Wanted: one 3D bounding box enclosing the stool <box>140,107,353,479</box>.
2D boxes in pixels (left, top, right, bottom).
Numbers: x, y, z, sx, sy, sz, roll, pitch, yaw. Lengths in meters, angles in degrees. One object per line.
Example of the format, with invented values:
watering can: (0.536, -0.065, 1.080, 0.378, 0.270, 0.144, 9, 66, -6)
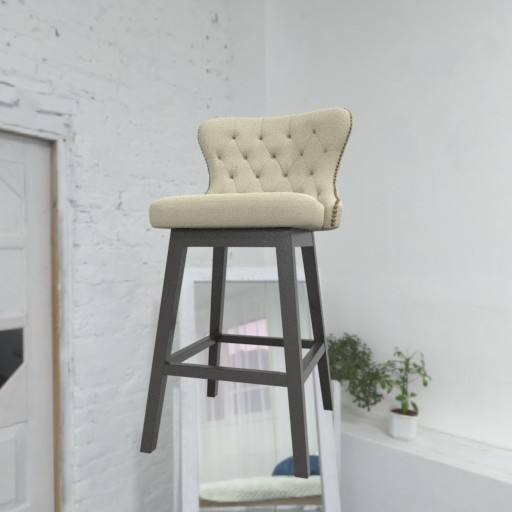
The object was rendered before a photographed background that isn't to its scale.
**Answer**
stool: (0.000, 0.000, 1.316, 0.528, 0.971, 0.593, 1, 2, 17)
